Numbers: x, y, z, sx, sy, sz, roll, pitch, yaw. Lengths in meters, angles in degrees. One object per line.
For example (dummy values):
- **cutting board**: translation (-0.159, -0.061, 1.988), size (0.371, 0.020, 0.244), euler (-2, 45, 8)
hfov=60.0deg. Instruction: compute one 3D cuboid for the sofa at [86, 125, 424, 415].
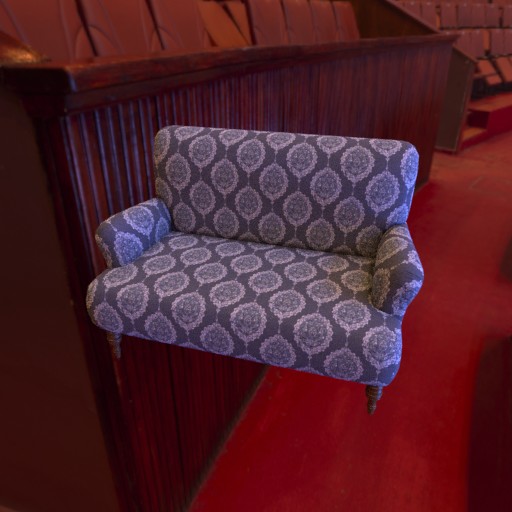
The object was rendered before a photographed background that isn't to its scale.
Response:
- **sofa**: translation (0.000, 0.000, 1.857), size (1.297, 0.867, 0.779), euler (8, 29, 15)
